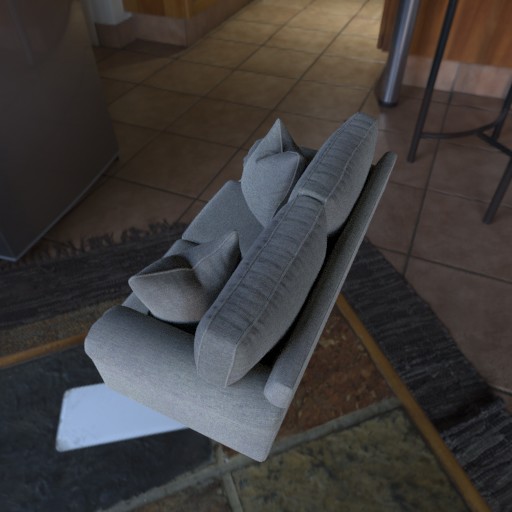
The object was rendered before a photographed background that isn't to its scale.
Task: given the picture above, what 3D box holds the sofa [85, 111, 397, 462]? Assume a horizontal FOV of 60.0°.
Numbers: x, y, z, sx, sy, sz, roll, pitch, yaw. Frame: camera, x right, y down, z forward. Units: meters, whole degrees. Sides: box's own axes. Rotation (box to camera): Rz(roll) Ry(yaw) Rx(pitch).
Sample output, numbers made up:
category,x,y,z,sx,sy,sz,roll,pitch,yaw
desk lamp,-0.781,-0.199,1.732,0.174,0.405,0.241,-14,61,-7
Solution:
category,x,y,z,sx,sy,sz,roll,pitch,yaw
sofa,0.000,0.000,2.242,0.966,0.966,1.701,19,48,17
